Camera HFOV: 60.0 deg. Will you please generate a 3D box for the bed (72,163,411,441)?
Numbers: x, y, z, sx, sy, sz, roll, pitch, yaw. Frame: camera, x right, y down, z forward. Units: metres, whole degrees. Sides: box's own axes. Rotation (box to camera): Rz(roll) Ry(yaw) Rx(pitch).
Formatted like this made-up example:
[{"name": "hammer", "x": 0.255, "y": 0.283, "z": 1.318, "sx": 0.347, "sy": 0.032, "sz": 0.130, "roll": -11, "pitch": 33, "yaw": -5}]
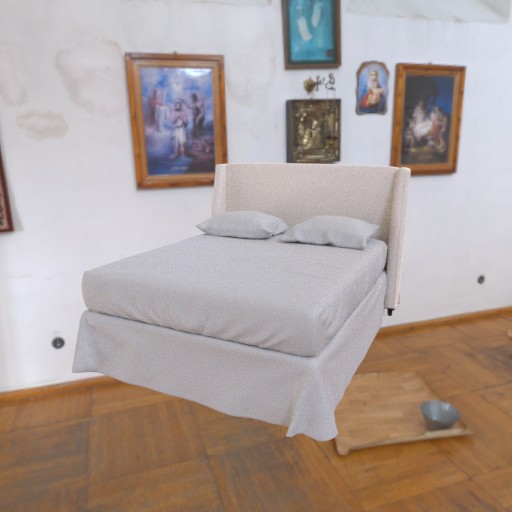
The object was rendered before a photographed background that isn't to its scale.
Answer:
[{"name": "bed", "x": 0.000, "y": 0.000, "z": 3.446, "sx": 1.925, "sy": 1.332, "sz": 2.276, "roll": 7, "pitch": 16, "yaw": 25}]
